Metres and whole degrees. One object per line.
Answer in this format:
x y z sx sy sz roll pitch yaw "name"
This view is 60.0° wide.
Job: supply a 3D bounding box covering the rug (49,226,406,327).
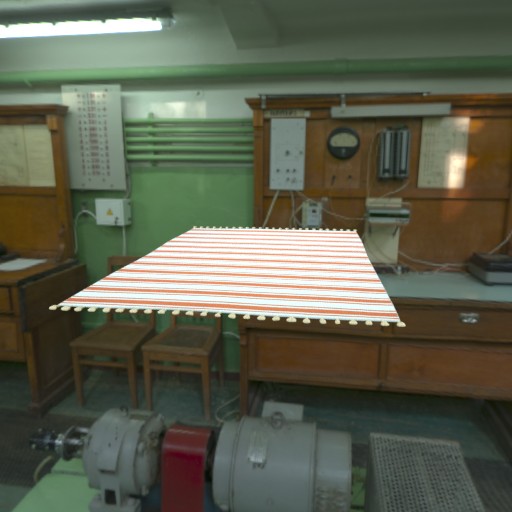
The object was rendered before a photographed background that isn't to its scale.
0.000 0.000 3.060 1.556 0.022 2.433 2 13 8 "rug"
